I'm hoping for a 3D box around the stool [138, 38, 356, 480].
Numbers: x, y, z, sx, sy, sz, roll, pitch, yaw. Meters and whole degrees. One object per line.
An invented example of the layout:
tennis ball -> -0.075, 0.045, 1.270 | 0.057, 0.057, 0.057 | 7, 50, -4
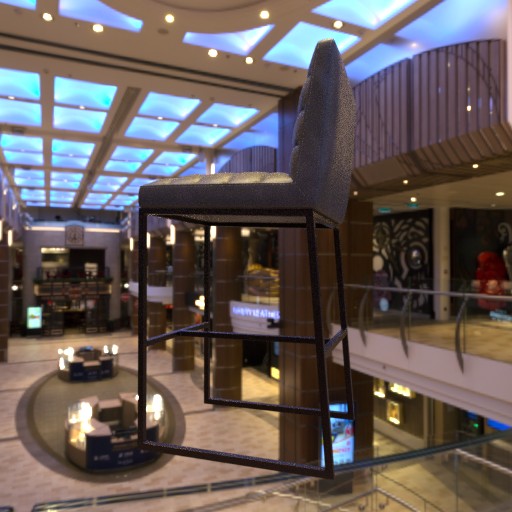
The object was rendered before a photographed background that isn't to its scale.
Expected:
stool -> 0.000, 0.000, 1.345 | 0.562, 1.065, 0.463 | 0, -1, 19
